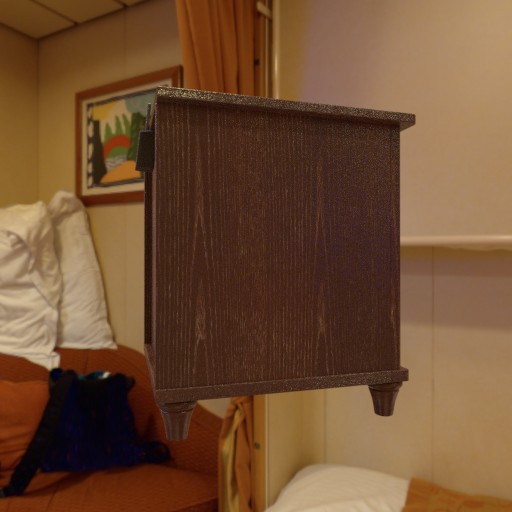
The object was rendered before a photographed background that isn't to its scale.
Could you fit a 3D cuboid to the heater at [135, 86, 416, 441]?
[{"bbox_3d":[0.000,0.000,0.761,0.400,0.481,0.362,0,0,-17],"label":"heater"}]
